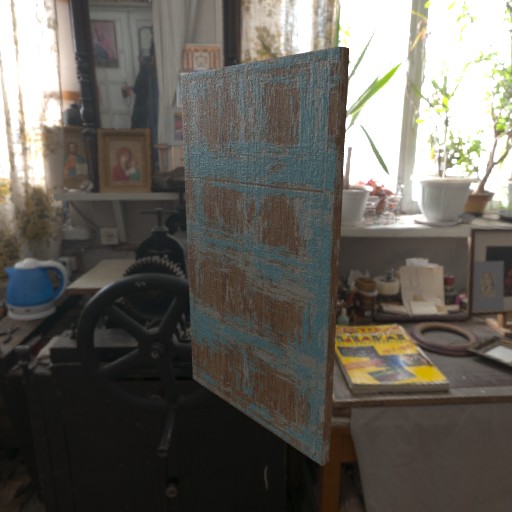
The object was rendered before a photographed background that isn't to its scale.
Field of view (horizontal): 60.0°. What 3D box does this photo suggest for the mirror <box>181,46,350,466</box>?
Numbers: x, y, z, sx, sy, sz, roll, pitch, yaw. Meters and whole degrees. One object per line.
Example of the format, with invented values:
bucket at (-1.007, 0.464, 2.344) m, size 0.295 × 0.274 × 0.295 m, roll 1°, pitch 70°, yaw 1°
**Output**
mirror at (0.000, 0.000, 1.515) m, size 0.083 × 1.213 × 0.707 m, roll -13°, pitch 20°, yaw -41°
